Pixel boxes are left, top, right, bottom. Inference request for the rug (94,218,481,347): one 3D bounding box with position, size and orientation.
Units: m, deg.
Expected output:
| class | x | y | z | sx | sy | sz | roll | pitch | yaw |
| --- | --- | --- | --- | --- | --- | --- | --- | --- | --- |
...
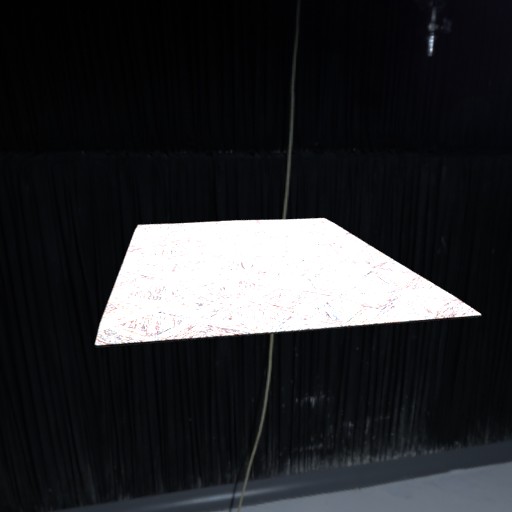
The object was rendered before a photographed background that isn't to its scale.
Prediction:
| class | x | y | z | sx | sy | sz | roll | pitch | yaw |
| --- | --- | --- | --- | --- | --- | --- | --- | --- | --- |
| rug | 0.000 | 0.000 | 4.188 | 2.436 | 0.024 | 3.226 | -3 | 17 | -10 |
